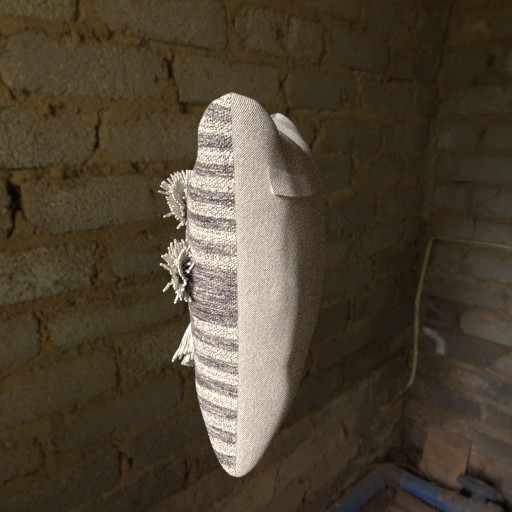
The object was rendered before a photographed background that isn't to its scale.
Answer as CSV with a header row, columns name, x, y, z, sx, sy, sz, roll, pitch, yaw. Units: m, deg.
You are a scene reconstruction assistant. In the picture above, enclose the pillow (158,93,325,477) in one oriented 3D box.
name,x,y,z,sx,sy,sz,roll,pitch,yaw
pillow,0.000,0.000,0.759,0.234,0.490,0.484,2,15,8
